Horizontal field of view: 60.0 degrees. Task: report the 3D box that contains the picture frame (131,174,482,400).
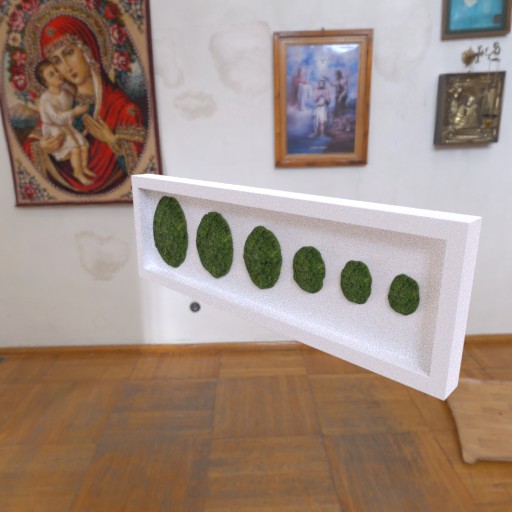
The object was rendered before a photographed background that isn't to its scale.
[{"bbox_3d":[0.000,0.000,0.841,0.759,0.250,0.050,15,22,41],"label":"picture frame"}]
